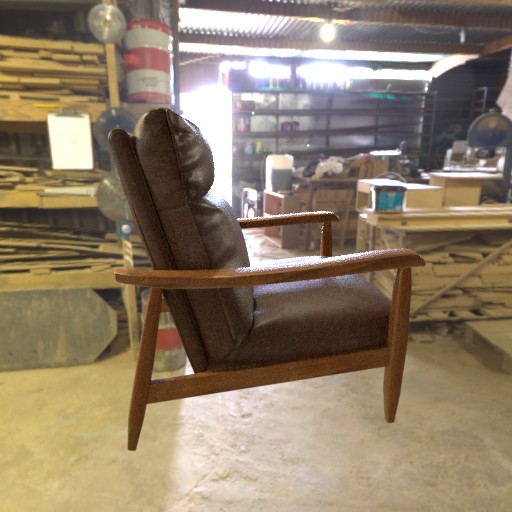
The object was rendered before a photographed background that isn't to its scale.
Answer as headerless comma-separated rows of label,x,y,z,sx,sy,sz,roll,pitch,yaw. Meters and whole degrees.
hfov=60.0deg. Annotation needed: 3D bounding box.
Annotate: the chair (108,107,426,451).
chair,0.000,0.000,1.475,0.830,0.897,0.782,-2,15,-9
